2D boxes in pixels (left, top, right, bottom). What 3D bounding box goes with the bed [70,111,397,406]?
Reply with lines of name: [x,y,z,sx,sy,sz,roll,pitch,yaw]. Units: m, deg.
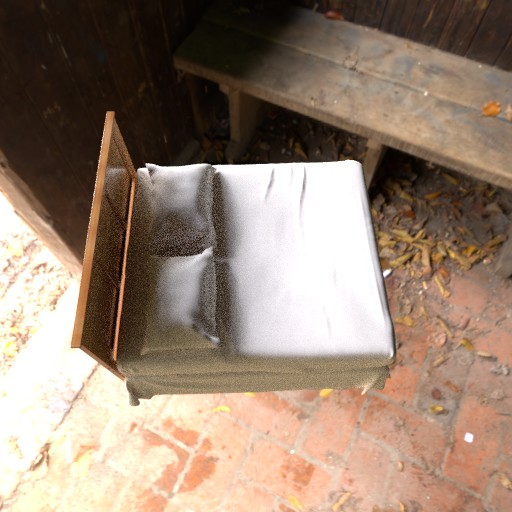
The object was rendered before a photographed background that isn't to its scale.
bed: [0.000,0.000,3.257,2.035,1.273,1.870,-2,63,-1]
